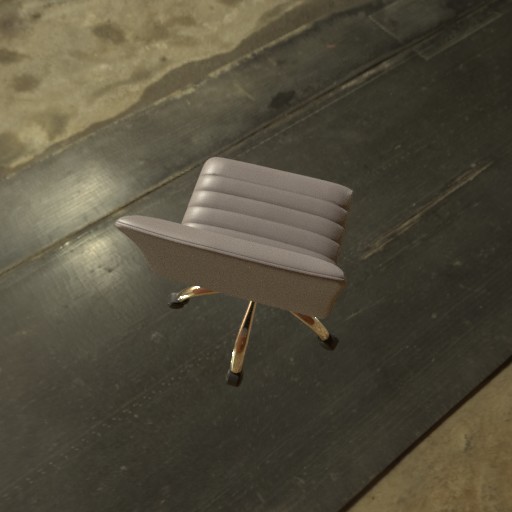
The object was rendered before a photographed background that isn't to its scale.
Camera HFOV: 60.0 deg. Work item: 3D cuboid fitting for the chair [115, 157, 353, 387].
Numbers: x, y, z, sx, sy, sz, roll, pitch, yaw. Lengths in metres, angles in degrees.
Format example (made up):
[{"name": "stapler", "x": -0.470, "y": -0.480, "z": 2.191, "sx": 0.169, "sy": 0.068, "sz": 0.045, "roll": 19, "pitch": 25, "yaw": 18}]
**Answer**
[{"name": "chair", "x": 0.000, "y": 0.000, "z": 1.129, "sx": 0.569, "sy": 0.750, "sz": 0.542, "roll": 14, "pitch": 65, "yaw": 7}]
